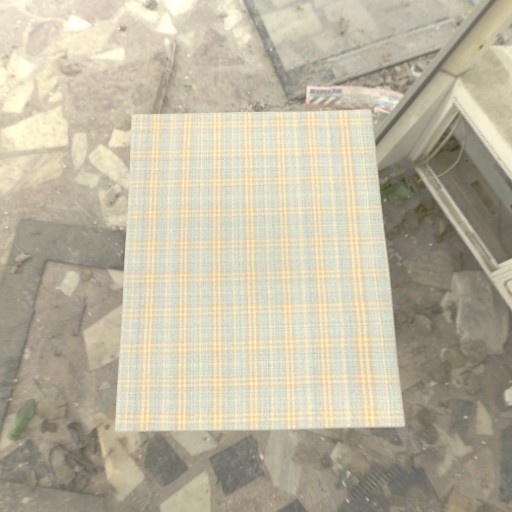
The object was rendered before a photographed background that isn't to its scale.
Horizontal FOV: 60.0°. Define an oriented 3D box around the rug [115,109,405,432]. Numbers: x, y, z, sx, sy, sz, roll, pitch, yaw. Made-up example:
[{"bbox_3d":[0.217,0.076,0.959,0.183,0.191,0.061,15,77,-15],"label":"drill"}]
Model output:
[{"bbox_3d":[0.000,0.000,4.146,2.462,0.030,3.066,-1,75,0],"label":"rug"}]
